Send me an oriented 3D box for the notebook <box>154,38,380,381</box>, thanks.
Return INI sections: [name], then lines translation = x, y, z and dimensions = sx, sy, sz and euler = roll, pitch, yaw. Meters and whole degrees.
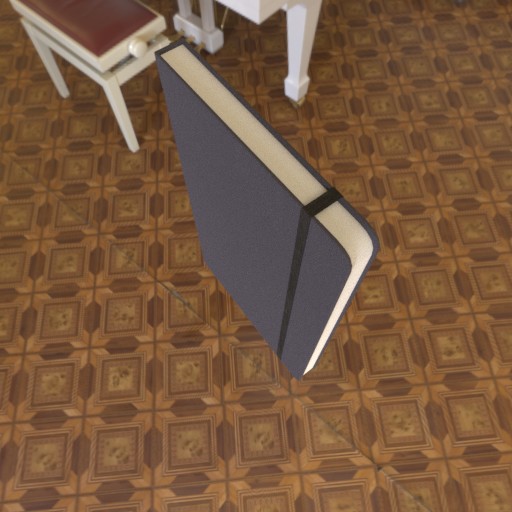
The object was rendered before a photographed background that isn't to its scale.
[notebook]
translation = 0.000, 0.000, 0.266
dimensions = 0.016, 0.213, 0.127
euler = -34, 68, -16
